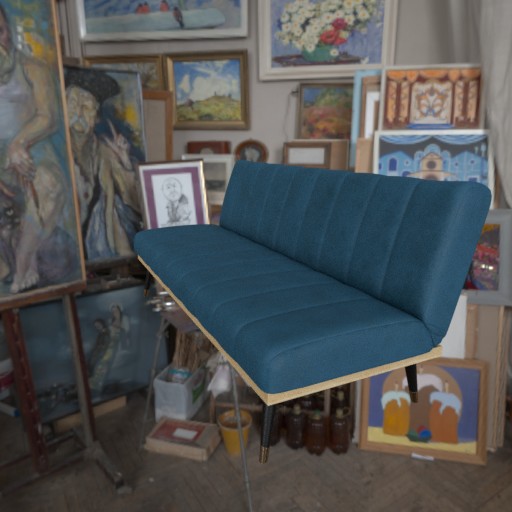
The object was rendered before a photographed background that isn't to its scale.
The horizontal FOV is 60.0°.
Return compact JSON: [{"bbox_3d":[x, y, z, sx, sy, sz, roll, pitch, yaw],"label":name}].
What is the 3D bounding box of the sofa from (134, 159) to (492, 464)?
[{"bbox_3d":[0.000,0.000,2.125,0.830,0.825,1.810,-7,16,-25],"label":"sofa"}]
